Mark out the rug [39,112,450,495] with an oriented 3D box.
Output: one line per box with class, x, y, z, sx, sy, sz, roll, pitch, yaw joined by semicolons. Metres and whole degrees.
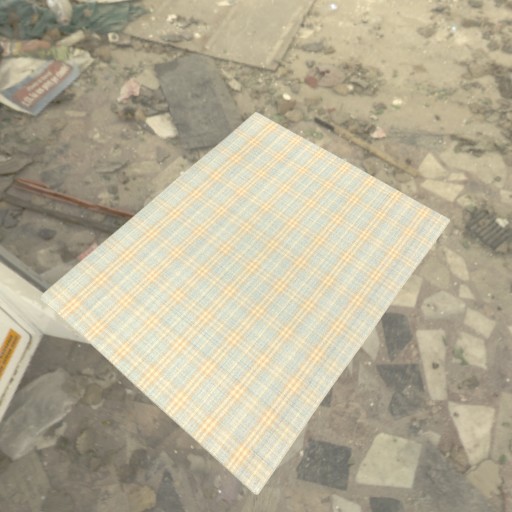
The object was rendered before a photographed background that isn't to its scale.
rug;0.000;0.000;4.121;2.462;0.030;3.066;34;64;19
